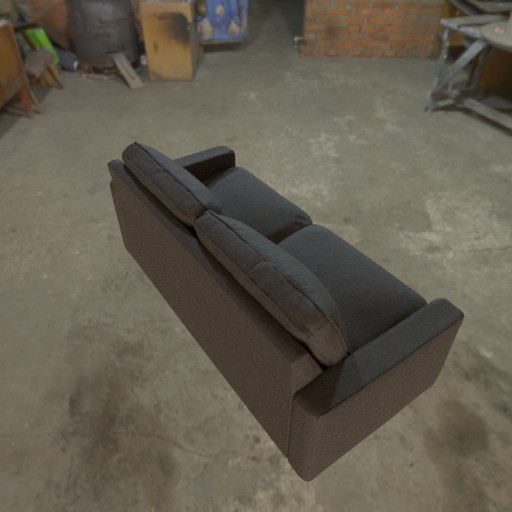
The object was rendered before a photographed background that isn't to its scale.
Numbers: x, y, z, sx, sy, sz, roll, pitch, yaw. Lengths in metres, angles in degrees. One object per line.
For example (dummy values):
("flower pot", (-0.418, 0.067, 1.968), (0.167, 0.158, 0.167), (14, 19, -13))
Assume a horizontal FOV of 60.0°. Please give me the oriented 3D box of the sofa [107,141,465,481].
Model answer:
("sofa", (0.000, 0.000, 2.531), (0.940, 0.919, 2.080), (-25, 46, -26))
